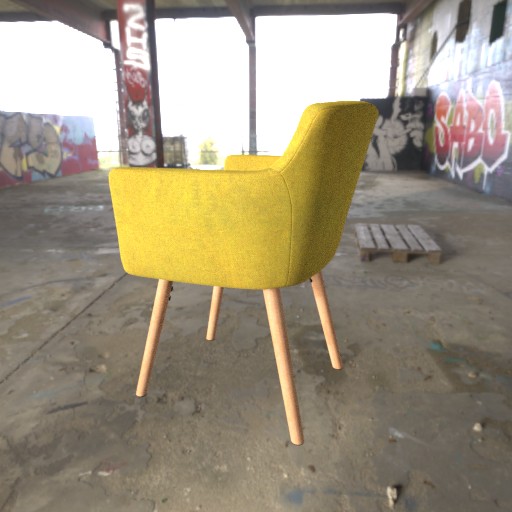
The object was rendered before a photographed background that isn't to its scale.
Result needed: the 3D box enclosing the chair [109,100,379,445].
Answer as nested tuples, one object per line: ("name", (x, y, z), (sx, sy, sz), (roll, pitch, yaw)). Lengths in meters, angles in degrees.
("chair", (0.000, 0.000, 1.196), (0.570, 0.780, 0.570), (7, 18, 24))
